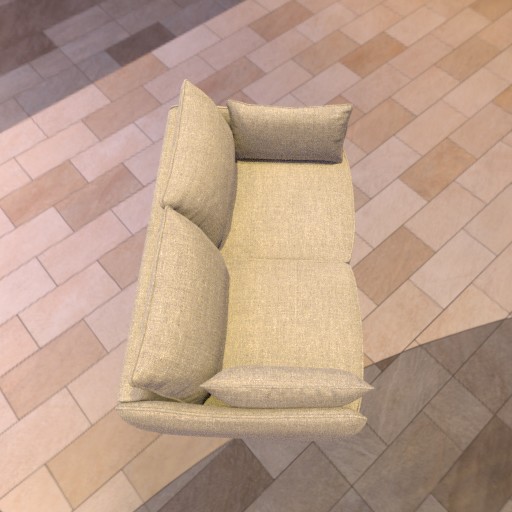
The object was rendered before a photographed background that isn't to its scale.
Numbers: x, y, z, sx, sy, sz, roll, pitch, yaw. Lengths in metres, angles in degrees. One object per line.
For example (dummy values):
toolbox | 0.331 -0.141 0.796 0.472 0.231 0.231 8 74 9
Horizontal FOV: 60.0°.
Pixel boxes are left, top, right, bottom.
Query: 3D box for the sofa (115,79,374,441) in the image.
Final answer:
sofa | 0.000 0.000 2.085 0.972 0.851 1.580 2 63 1
